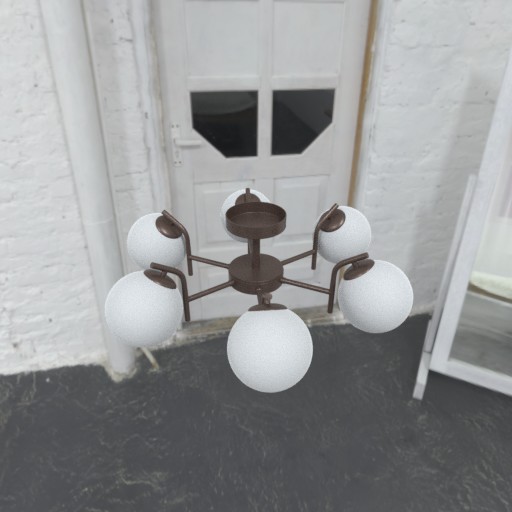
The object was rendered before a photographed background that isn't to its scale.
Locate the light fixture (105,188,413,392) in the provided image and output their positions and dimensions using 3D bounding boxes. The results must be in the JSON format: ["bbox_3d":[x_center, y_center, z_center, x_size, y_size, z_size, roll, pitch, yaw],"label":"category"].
[{"bbox_3d":[0.000,0.000,0.958,0.662,0.201,0.662,0,31,0],"label":"light fixture"}]
